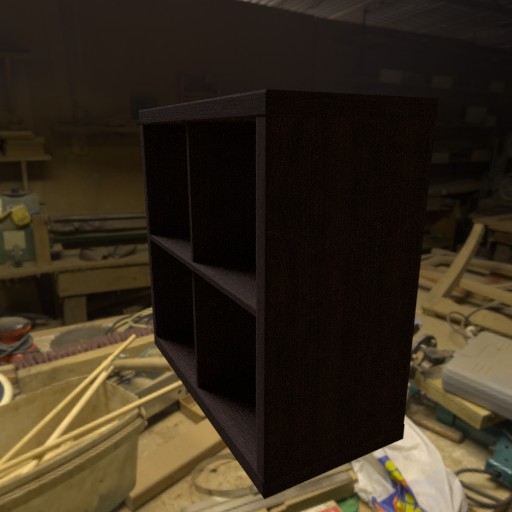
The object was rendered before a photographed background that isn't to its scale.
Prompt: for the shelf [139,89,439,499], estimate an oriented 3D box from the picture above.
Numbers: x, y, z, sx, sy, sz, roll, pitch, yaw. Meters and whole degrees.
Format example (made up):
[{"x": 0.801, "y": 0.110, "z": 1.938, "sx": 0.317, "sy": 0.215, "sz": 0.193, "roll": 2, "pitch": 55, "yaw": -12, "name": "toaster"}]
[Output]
[{"x": 0.000, "y": 0.000, "z": 1.223, "sx": 0.390, "sy": 0.786, "sz": 0.790, "roll": -8, "pitch": 18, "yaw": -27, "name": "shelf"}]
